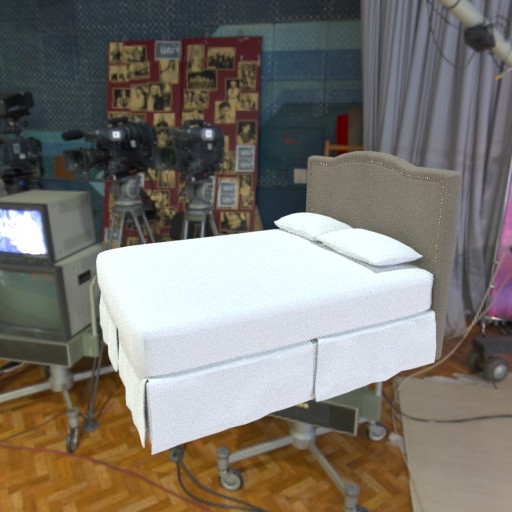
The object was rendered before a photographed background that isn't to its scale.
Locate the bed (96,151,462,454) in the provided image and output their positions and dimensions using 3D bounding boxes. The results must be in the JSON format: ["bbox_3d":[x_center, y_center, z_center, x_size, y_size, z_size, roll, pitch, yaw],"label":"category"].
[{"bbox_3d":[0.000,0.000,3.237,2.128,1.441,1.744,-8,18,-25],"label":"bed"}]
